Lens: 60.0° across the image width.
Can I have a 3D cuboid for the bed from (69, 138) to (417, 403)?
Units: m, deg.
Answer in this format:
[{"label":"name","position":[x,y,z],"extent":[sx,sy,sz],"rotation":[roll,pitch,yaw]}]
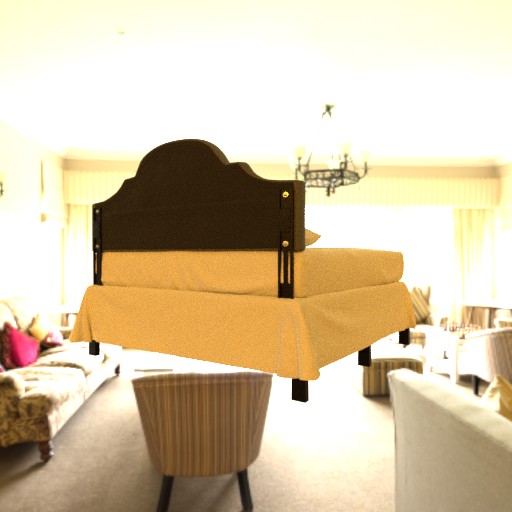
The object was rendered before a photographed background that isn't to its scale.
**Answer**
[{"label":"bed","position":[0.000,0.000,3.869],"extent":[2.303,1.631,2.222],"rotation":[0,0,35]}]
